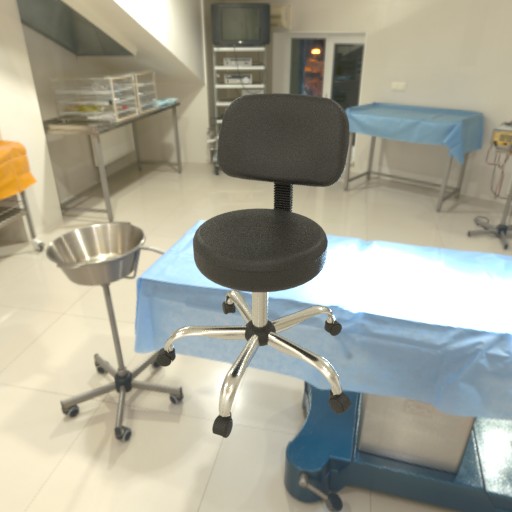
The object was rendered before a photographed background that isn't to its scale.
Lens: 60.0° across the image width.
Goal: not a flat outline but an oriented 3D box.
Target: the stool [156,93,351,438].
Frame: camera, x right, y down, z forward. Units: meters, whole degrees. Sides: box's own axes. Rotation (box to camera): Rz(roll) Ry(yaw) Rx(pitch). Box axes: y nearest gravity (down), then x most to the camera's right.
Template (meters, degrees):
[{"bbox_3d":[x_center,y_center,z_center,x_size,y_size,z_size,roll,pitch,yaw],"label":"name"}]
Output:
[{"bbox_3d":[0.000,0.000,1.334,0.673,0.862,0.648,9,28,17],"label":"stool"}]
